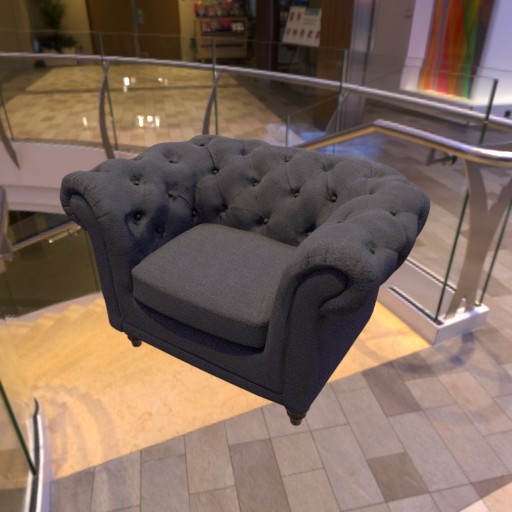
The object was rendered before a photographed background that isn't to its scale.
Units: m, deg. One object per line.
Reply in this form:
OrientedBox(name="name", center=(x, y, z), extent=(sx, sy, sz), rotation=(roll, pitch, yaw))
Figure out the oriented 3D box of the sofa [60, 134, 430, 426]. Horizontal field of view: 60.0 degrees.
OrientedBox(name="sofa", center=(0.000, 0.000, 2.069), extent=(1.405, 0.878, 1.032), rotation=(17, 34, 27))
